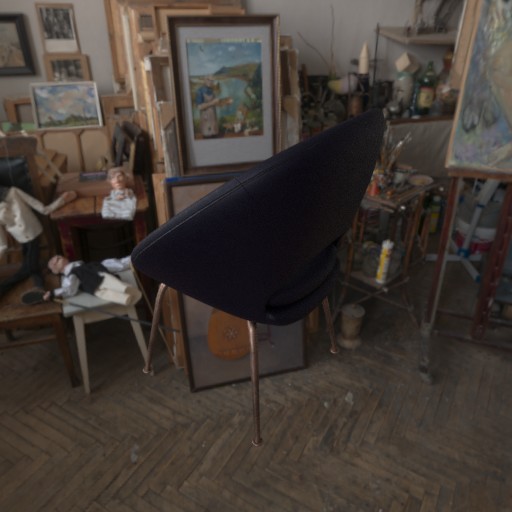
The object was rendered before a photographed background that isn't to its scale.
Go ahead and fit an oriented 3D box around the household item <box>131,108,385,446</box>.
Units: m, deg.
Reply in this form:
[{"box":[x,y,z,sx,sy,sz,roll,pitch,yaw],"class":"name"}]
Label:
[{"box":[0.000,0.000,1.248,0.573,0.852,0.623,21,37,31],"class":"household item"}]
